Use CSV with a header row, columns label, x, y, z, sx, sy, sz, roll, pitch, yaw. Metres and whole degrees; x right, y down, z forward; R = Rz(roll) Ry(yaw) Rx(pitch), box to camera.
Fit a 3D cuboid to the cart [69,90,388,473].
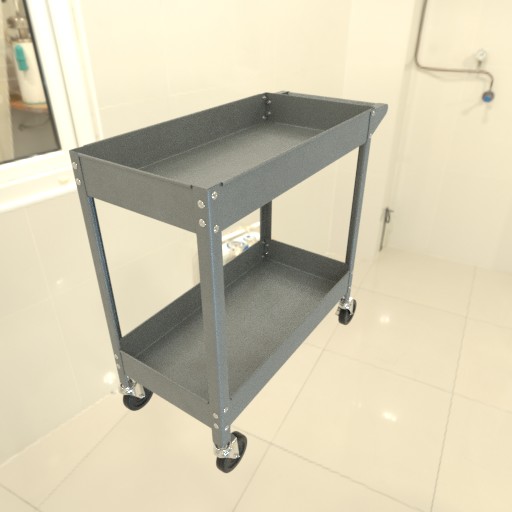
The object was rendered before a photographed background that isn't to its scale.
label,x,y,z,sx,sy,sz,roll,pitch,yaw
cart,0.000,0.000,1.192,0.366,0.719,0.779,19,36,29
